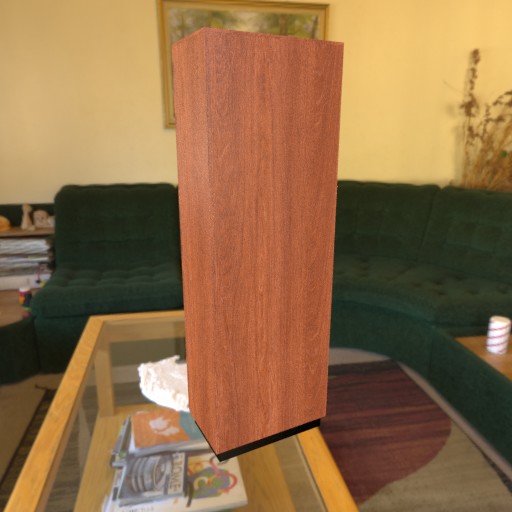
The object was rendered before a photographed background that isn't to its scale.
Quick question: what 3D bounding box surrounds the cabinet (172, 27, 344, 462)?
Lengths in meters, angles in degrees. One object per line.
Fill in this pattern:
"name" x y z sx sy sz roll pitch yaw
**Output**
"cabinet" 0.000 0.000 2.261 0.660 1.980 0.420 -8 18 -27
